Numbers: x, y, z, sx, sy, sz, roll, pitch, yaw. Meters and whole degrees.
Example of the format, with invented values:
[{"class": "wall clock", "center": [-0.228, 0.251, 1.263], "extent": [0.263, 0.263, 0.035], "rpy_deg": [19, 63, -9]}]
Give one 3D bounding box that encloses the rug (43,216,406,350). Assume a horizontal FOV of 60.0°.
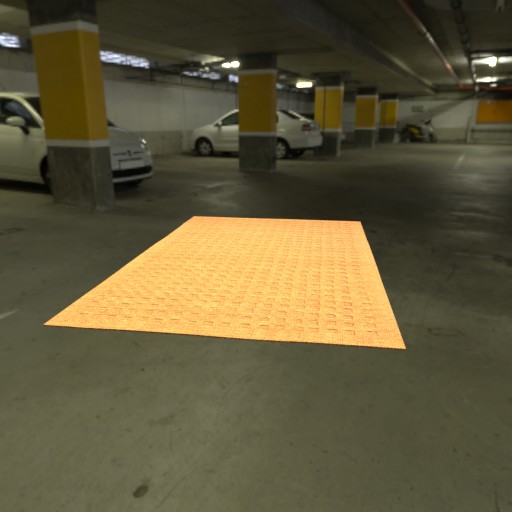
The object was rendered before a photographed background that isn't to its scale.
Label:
[{"class": "rug", "center": [0.000, 0.000, 2.192], "extent": [1.143, 0.006, 1.747], "rpy_deg": [2, 17, 8]}]
